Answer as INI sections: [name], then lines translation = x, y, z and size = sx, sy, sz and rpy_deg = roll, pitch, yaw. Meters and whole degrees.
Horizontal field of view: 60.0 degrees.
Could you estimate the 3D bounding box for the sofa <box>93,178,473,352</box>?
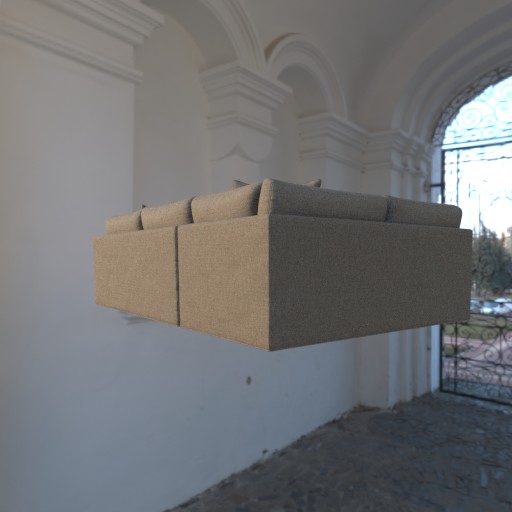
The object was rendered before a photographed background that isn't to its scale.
[sofa]
translation = 0.000, 0.000, 3.928
size = 1.994, 0.978, 2.896
rpy_deg = 0, 0, -37
